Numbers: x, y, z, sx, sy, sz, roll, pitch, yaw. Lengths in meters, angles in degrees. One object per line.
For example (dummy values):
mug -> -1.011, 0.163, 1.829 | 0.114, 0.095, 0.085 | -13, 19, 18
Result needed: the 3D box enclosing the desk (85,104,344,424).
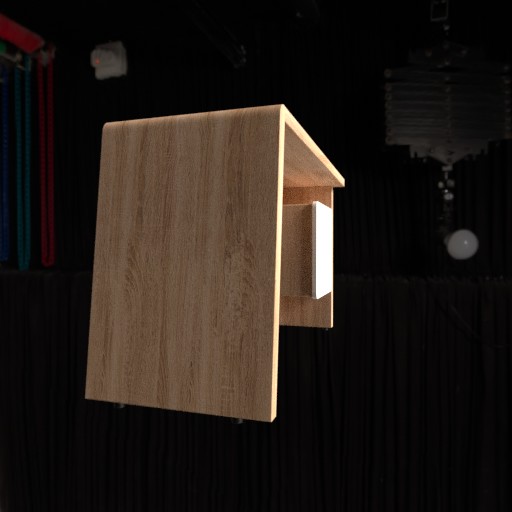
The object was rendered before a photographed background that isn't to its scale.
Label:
desk -> 0.000, 0.000, 1.673 | 0.500, 0.750, 1.300 | 0, 1, 18
